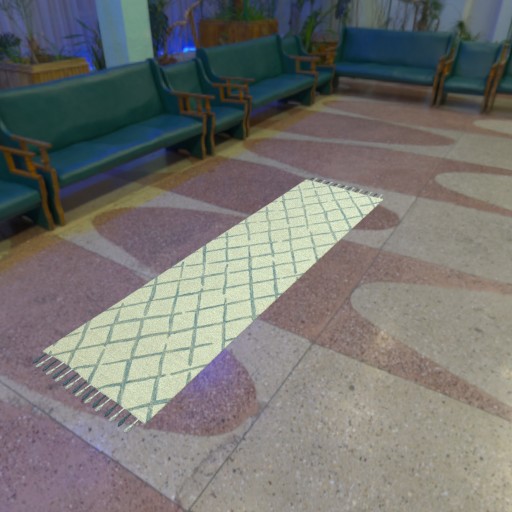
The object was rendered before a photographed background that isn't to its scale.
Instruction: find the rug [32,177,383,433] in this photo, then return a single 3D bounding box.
[{"bbox_3d":[0.000,0.000,2.481,0.620,0.008,2.372,21,38,29],"label":"rug"}]
